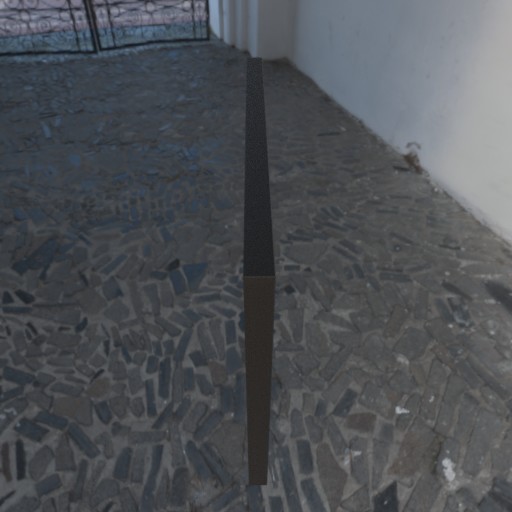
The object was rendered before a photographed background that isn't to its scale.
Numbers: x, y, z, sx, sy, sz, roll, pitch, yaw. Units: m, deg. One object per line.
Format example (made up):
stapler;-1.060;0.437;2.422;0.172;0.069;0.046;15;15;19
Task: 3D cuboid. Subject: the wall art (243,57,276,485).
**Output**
wall art;0.000;0.000;0.743;0.029;0.458;0.559;0;42;0
